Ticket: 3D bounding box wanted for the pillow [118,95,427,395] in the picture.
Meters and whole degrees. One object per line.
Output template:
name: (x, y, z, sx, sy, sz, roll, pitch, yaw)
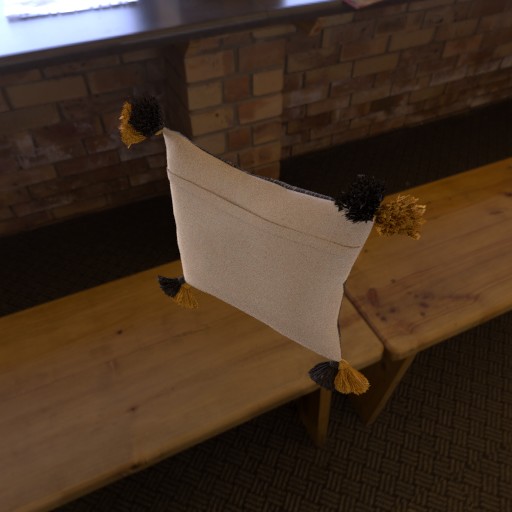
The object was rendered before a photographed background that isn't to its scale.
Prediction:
pillow: (0.000, 0.000, 0.988, 0.654, 0.659, 0.139, 26, 52, 22)
